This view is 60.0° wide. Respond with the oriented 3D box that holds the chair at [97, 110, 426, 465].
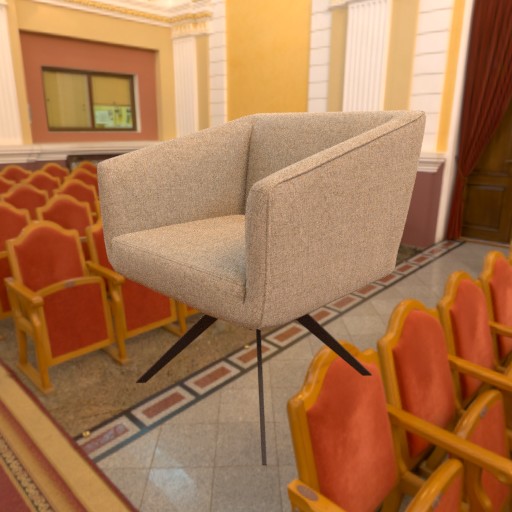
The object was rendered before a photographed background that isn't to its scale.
[{"bbox_3d":[0.000,0.000,1.214,0.628,0.760,0.623,16,23,42],"label":"chair"}]
